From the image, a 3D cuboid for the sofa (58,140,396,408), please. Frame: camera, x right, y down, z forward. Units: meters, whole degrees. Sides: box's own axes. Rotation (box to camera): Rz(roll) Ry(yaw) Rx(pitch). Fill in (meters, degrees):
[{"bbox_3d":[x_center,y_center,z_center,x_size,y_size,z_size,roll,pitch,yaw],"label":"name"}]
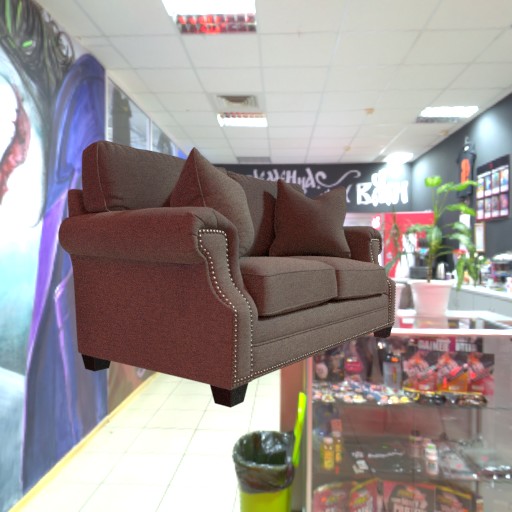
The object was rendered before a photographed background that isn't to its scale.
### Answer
[{"bbox_3d":[0.000,0.000,2.291,0.966,0.966,1.701,0,1,36],"label":"sofa"}]
